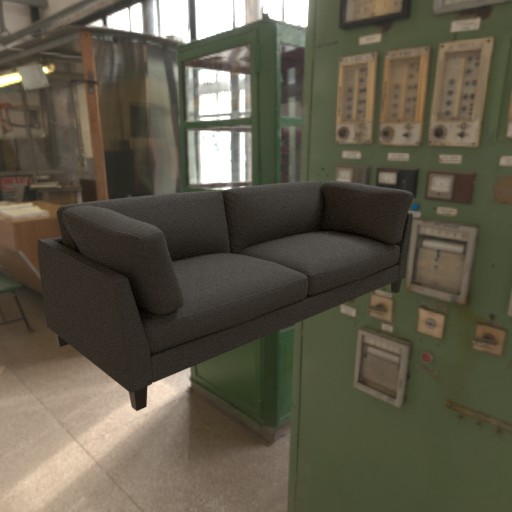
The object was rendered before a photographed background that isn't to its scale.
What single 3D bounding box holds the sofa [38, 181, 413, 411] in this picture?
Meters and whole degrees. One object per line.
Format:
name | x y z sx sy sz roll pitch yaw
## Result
sofa | 0.000 0.000 2.773 2.312 0.792 0.969 -14 20 -42
